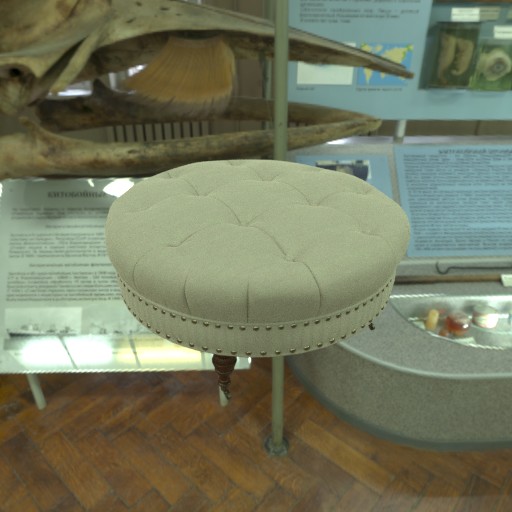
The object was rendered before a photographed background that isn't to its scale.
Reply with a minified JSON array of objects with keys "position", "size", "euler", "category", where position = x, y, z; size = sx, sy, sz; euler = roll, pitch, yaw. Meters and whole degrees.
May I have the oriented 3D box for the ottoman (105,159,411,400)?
[{"position":[0.000,0.000,1.409],"size":[0.901,0.439,0.901],"euler":[0,29,0],"category":"ottoman"}]
